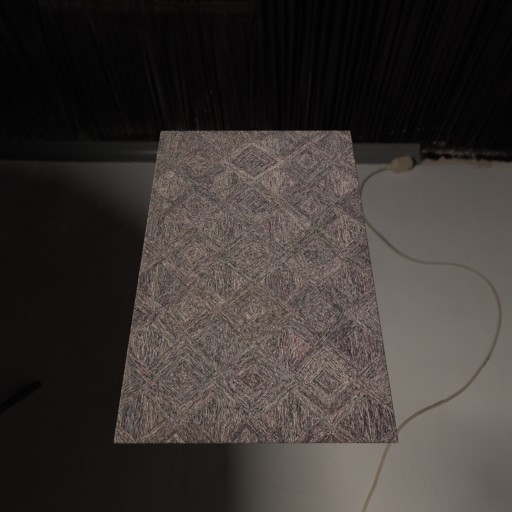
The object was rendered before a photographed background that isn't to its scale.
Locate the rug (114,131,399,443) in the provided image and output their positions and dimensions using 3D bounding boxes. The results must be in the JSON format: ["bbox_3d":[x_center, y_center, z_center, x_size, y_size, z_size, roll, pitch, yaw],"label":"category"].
[{"bbox_3d":[0.000,0.000,2.925,1.501,0.017,2.298,0,59,0],"label":"rug"}]
